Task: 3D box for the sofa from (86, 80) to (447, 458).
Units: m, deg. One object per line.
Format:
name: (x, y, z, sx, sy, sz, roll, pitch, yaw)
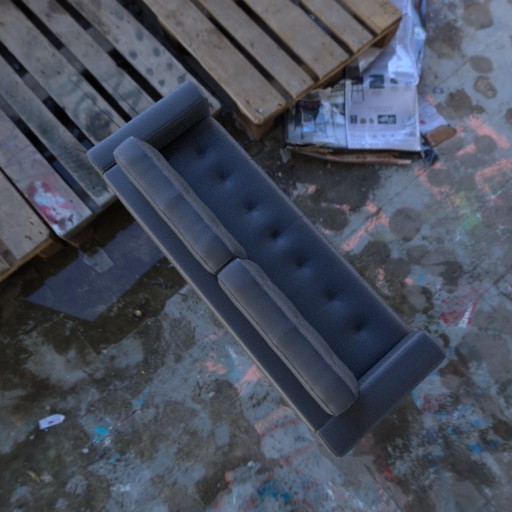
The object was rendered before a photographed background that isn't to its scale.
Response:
sofa: (0.000, 0.000, 2.697, 0.833, 0.893, 2.275, -39, 78, -10)
